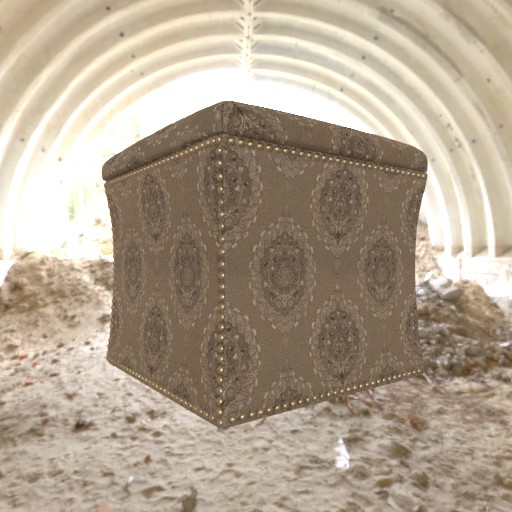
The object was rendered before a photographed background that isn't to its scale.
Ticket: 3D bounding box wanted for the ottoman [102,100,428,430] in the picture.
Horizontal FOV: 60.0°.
[{"bbox_3d":[0.000,0.000,0.912,0.497,0.473,0.507,0,0,-36],"label":"ottoman"}]
